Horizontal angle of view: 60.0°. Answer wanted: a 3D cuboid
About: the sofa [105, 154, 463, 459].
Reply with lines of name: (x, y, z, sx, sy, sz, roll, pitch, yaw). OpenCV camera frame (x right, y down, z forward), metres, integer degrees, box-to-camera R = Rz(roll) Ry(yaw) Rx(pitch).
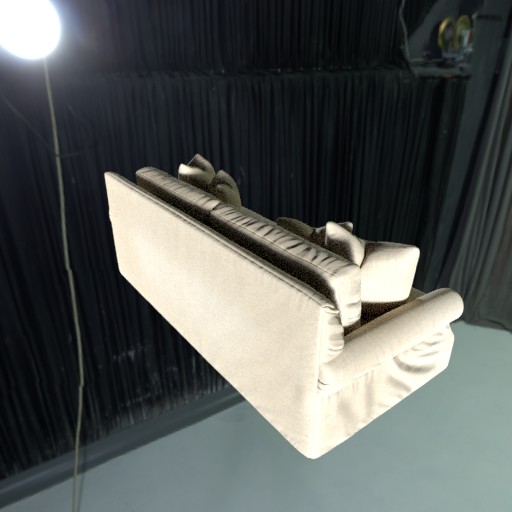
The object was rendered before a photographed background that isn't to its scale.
sofa: (0.000, 0.000, 2.750, 1.067, 0.904, 2.285, -18, 32, -33)
